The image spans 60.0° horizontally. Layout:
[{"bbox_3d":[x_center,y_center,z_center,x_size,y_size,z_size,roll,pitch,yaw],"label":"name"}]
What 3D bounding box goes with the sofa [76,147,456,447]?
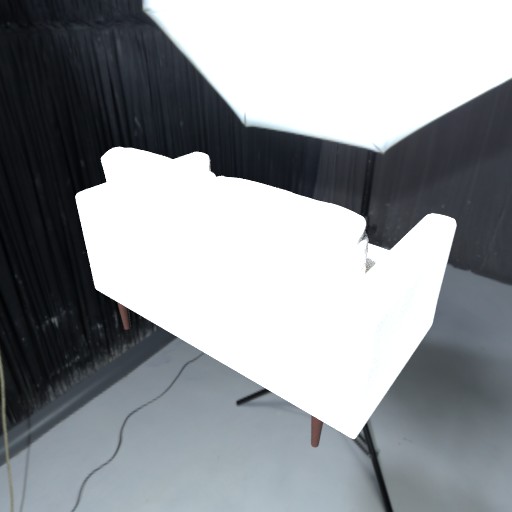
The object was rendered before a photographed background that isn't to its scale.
[{"bbox_3d":[0.000,0.000,1.965,1.430,0.908,0.796,21,37,32],"label":"sofa"}]
